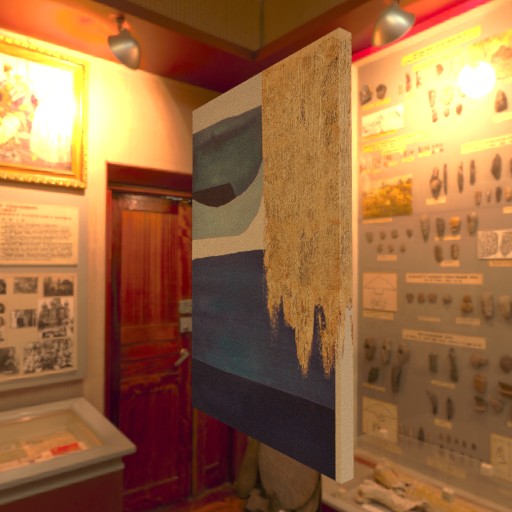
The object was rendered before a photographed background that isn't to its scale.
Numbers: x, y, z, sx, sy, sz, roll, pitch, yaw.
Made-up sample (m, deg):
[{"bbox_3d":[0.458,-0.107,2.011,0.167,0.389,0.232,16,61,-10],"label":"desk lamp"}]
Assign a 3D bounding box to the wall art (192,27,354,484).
[{"bbox_3d":[0.000,0.000,1.138,0.039,0.911,0.607,1,-2,-37],"label":"wall art"}]
